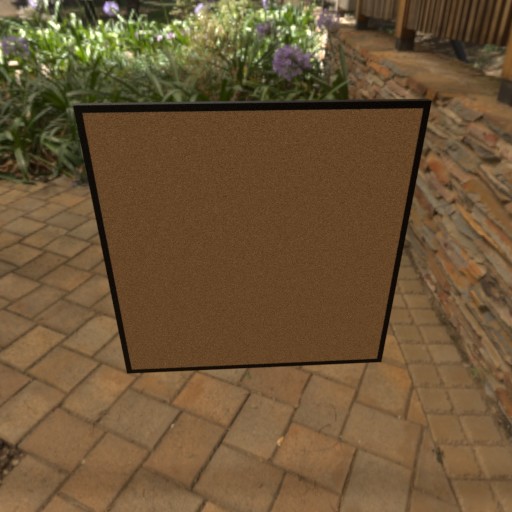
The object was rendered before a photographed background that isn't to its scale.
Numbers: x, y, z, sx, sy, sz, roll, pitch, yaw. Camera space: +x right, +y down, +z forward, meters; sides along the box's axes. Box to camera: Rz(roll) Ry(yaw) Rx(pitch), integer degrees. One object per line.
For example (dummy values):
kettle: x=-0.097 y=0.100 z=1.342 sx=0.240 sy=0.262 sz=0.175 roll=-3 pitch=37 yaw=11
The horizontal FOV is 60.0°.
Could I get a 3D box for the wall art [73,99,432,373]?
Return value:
wall art: x=0.000 y=0.000 z=0.684 sx=0.457 sy=0.458 sz=0.012 roll=-2 pitch=30 yaw=-3
